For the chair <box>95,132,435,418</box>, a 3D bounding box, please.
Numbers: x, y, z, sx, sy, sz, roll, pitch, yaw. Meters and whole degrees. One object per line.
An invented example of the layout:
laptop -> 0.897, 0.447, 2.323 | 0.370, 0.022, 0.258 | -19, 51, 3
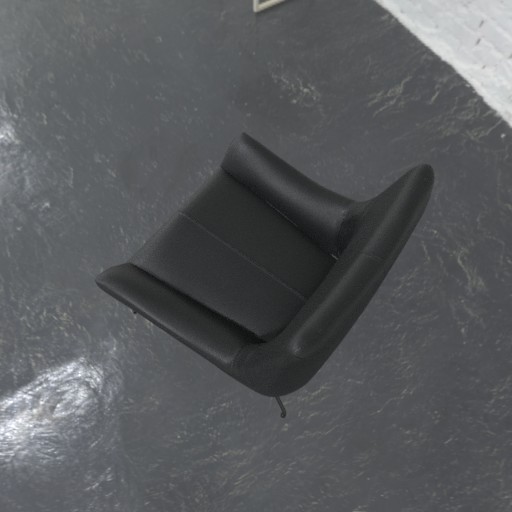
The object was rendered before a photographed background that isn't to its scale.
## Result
chair -> 0.000, 0.000, 1.575 | 0.826, 0.922, 0.836 | 34, 68, 16
